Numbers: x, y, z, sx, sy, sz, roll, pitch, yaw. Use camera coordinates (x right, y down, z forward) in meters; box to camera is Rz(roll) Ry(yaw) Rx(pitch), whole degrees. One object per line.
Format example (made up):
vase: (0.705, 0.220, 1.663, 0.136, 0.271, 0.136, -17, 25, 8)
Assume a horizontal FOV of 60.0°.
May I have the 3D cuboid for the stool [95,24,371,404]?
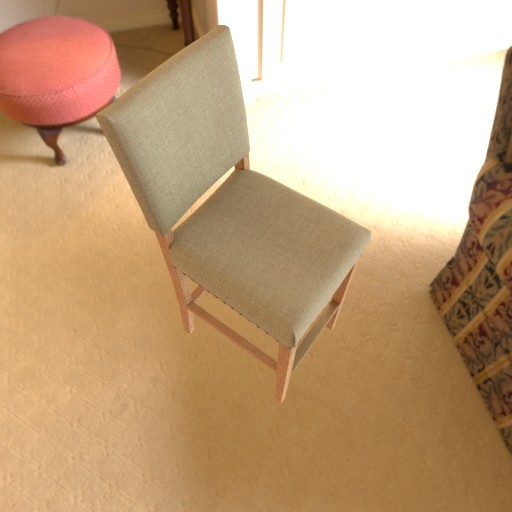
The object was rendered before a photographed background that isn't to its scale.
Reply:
stool: (0.000, 0.000, 1.473, 0.585, 1.203, 0.445, 32, 63, 18)
